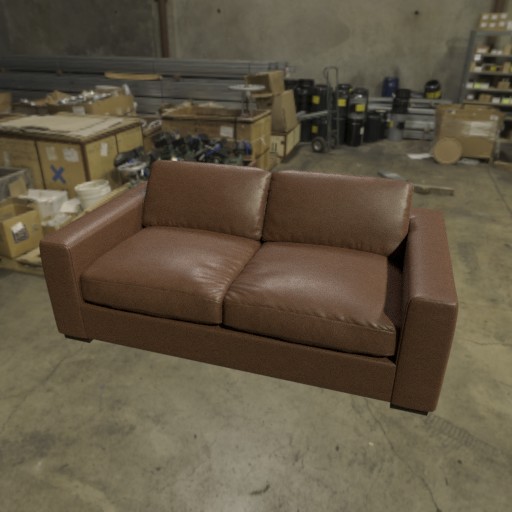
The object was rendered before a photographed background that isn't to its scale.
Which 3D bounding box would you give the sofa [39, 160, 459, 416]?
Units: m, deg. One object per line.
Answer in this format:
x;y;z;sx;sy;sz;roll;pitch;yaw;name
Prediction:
0.000;0.000;2.400;1.920;0.800;1.070;8;28;15;sofa
